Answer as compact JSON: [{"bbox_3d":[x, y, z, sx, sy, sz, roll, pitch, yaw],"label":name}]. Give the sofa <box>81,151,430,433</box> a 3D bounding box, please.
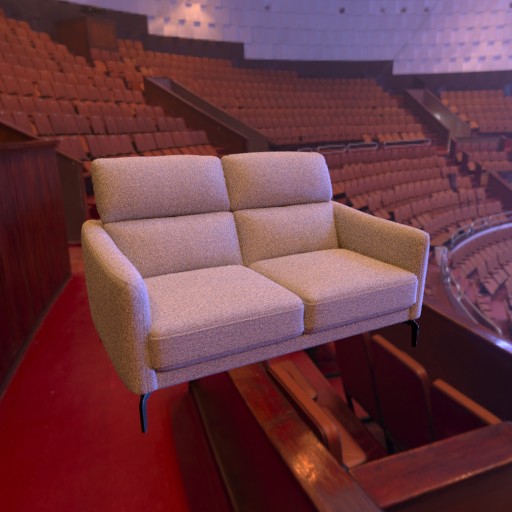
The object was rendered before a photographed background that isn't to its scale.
[{"bbox_3d":[0.000,0.000,2.179,1.540,0.950,0.905,-9,18,-27],"label":"sofa"}]
